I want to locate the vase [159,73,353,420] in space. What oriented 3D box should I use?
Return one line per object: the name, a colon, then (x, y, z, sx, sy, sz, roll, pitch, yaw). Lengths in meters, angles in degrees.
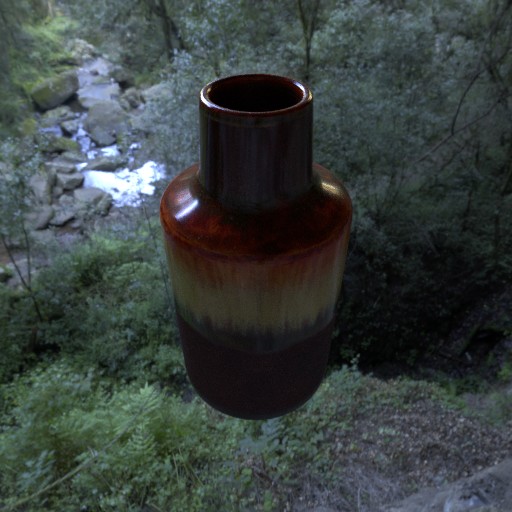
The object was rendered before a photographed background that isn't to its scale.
vase: (0.000, 0.000, 0.274, 0.108, 0.204, 0.108, 0, 41, 0)
